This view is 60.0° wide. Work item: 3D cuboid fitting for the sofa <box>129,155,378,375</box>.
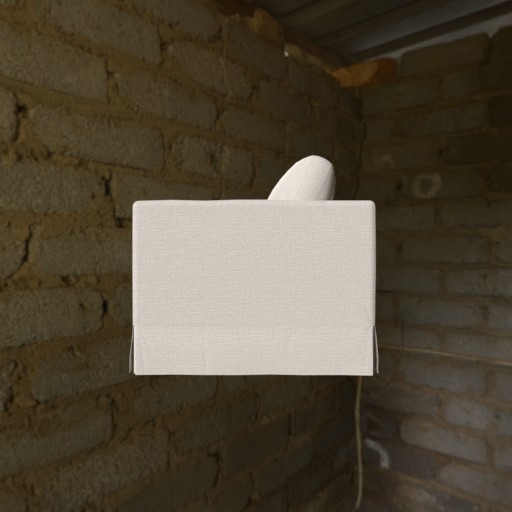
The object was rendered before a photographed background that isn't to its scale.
[{"bbox_3d":[0.000,0.000,2.746,0.954,0.881,2.163,0,0,0],"label":"sofa"}]
